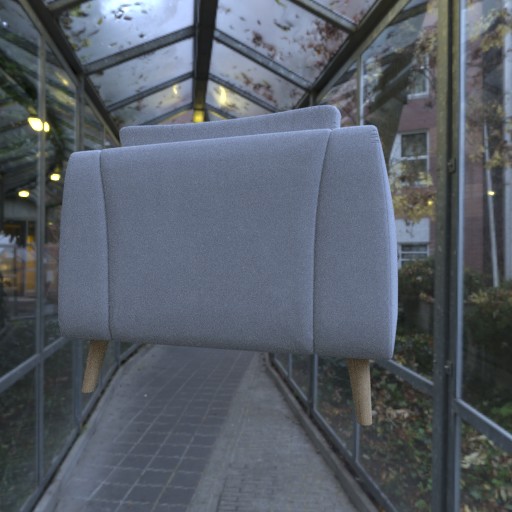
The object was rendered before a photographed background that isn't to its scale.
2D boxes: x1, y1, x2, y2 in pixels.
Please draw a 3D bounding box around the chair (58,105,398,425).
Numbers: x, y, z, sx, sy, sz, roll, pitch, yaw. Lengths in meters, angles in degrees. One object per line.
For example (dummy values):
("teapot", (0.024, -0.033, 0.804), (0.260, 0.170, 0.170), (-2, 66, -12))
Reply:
("chair", (0.000, 0.000, 1.653), (1.000, 0.860, 0.930), (0, 0, 18))
